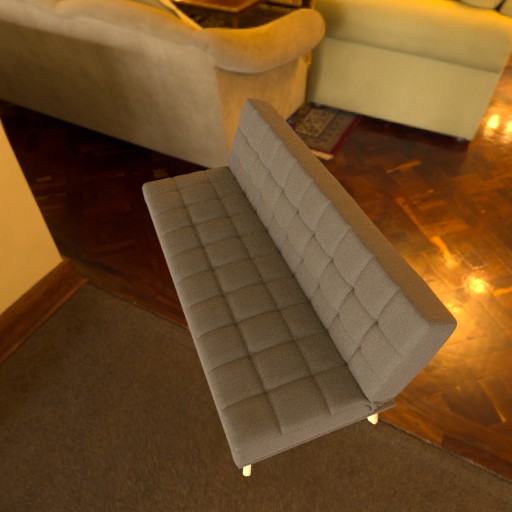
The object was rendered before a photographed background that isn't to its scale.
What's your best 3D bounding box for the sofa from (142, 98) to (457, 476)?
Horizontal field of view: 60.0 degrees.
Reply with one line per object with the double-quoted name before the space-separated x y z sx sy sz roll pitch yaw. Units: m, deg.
"sofa" 0.000 0.000 2.287 0.860 0.810 1.800 -16 48 -15
